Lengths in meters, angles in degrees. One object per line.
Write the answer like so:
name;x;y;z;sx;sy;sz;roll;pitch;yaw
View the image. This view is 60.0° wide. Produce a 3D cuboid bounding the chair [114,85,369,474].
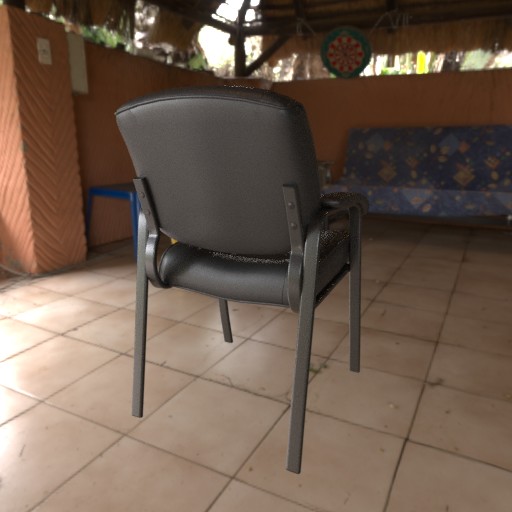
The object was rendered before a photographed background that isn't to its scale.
chair;0.000;0.000;1.338;0.591;0.910;0.668;7;16;26
